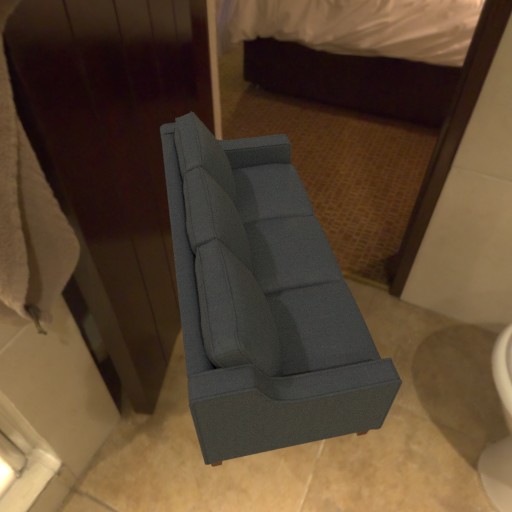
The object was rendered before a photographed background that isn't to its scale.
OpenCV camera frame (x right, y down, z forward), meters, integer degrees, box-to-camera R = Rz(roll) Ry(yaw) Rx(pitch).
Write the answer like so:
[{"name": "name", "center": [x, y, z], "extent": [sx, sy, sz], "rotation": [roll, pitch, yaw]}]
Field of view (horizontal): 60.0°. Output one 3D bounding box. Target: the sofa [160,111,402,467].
[{"name": "sofa", "center": [0.000, 0.000, 2.597], "extent": [0.911, 0.974, 1.986], "rotation": [-8, 47, -8]}]
